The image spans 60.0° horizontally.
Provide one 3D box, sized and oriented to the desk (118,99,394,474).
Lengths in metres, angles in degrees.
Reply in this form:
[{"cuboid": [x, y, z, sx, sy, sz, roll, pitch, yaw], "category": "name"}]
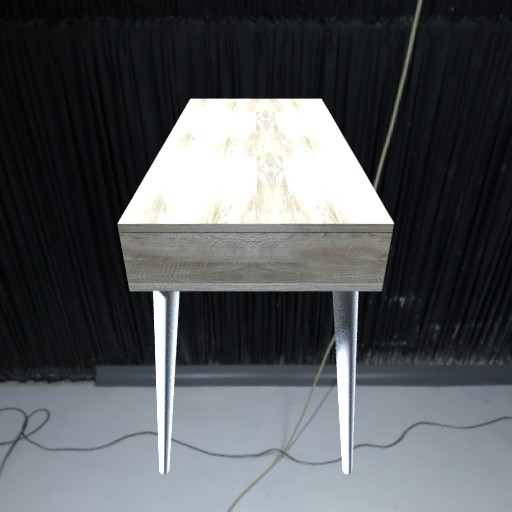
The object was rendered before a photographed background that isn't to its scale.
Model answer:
[{"cuboid": [0.000, 0.000, 1.359, 0.491, 0.723, 0.979, 0, 31, 0], "category": "desk"}]
